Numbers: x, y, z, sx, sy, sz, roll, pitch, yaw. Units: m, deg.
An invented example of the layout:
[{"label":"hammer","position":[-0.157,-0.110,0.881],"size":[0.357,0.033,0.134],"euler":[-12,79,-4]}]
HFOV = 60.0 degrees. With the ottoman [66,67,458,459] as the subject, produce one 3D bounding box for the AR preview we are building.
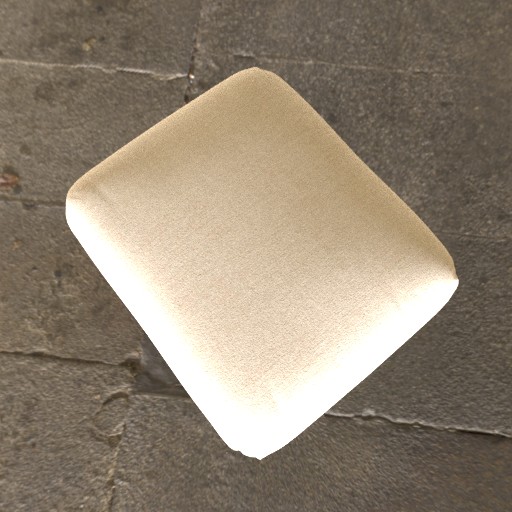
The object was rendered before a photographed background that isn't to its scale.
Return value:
[{"label":"ottoman","position":[0.000,0.000,1.114],"size":[0.622,0.450,0.747],"euler":[-38,77,-10]}]
